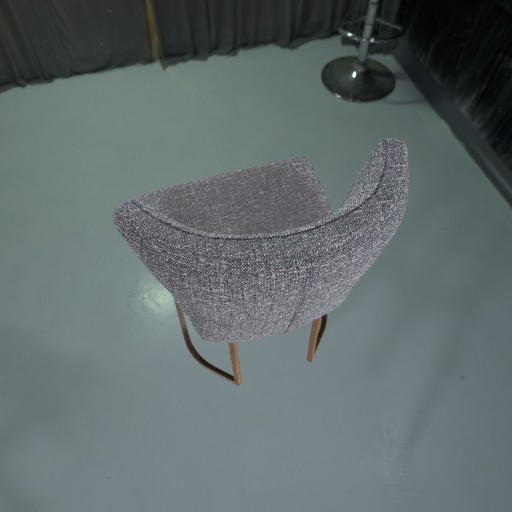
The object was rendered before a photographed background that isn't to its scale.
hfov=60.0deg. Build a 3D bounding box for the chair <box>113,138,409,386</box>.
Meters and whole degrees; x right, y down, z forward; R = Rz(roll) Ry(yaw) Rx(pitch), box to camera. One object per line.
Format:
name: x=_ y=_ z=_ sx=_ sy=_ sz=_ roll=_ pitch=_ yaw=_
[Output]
chair: x=0.000 y=0.000 z=1.232 sx=0.611 sy=0.824 sz=0.617 roll=-15 pitch=58 yaw=-10
